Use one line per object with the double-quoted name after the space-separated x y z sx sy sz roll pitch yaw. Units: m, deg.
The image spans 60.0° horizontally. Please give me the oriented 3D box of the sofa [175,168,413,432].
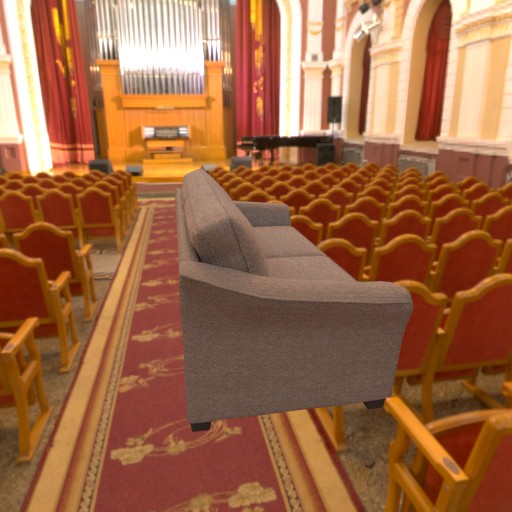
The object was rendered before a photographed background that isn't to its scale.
0.000 0.000 2.820 0.980 0.965 2.270 -3 17 -10 "sofa"
